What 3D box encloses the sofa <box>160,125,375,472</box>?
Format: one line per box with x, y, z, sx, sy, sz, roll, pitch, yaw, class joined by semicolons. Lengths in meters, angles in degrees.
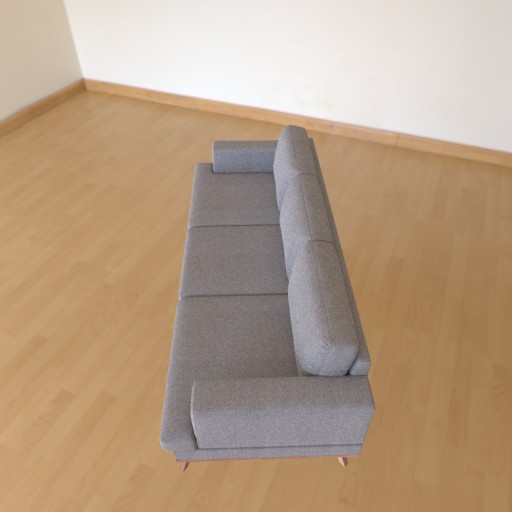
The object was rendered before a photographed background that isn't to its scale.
0.000;0.000;2.752;0.920;0.810;2.310;-1;42;-1;sofa
